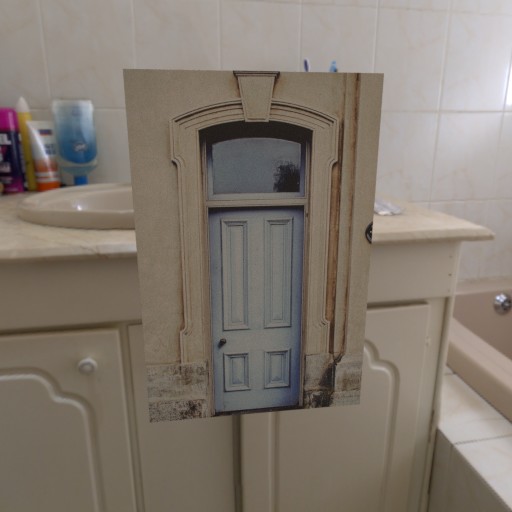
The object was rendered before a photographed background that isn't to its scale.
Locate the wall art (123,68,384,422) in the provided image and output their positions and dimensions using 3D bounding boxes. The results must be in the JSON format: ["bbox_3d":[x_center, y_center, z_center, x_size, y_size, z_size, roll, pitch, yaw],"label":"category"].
[{"bbox_3d":[0.000,0.000,0.497,0.254,0.381,0.038,-2,16,-8],"label":"wall art"}]
